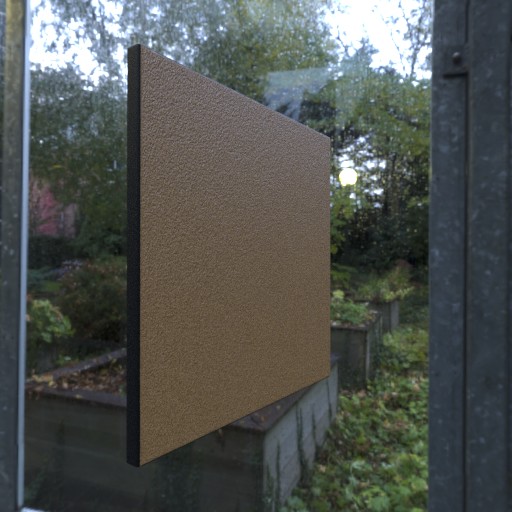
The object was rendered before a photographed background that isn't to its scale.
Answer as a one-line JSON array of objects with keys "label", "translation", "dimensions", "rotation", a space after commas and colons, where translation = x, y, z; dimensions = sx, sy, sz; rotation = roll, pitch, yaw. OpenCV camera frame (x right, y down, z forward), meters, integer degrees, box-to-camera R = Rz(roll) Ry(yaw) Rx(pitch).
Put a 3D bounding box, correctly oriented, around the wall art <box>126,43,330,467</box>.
[{"label": "wall art", "translation": [0.000, 0.000, 0.662], "dimensions": [0.022, 0.453, 0.456], "rotation": [0, 0, 36]}]
